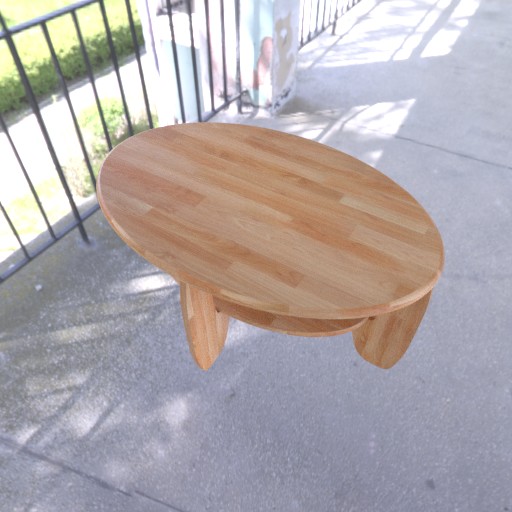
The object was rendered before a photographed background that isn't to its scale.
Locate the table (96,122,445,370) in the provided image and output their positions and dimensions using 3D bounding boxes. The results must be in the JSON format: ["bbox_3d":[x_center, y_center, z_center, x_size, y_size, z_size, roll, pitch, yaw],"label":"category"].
[{"bbox_3d":[0.000,0.000,1.400,1.040,0.490,0.690,25,52,21],"label":"table"}]
